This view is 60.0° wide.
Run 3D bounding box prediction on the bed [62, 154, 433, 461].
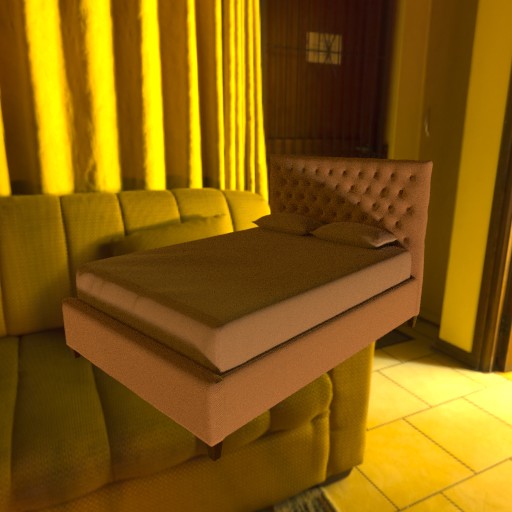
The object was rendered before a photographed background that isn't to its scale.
[{"bbox_3d":[0.000,0.000,3.436,1.698,1.427,2.387,14,20,42],"label":"bed"}]
